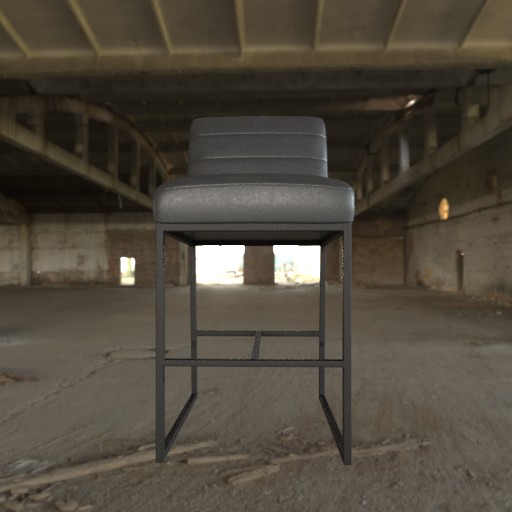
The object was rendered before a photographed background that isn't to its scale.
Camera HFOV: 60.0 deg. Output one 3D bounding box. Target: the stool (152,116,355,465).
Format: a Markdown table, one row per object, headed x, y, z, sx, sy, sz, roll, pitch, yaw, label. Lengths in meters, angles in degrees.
| x | y | z | sx | sy | sz | roll | pitch | yaw | label |
| --- | --- | --- | --- | --- | --- | --- | --- | --- | --- |
| 0.000 | 0.000 | 1.248 | 0.457 | 0.938 | 0.552 | 0 | -1 | 2 | stool |
